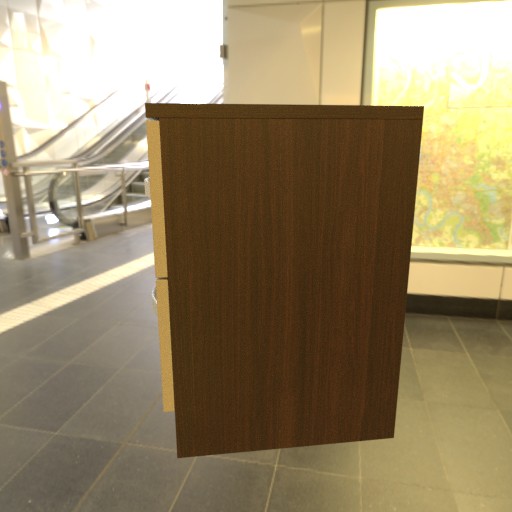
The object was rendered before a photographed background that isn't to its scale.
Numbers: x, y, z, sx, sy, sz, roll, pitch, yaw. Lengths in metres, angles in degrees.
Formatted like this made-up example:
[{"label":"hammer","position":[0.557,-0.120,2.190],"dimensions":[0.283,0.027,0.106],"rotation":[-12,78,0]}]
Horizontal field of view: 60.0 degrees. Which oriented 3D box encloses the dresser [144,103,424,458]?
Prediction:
[{"label":"dresser","position":[0.000,0.000,0.769],"dimensions":[0.360,0.470,0.400],"rotation":[-2,15,-8]}]
